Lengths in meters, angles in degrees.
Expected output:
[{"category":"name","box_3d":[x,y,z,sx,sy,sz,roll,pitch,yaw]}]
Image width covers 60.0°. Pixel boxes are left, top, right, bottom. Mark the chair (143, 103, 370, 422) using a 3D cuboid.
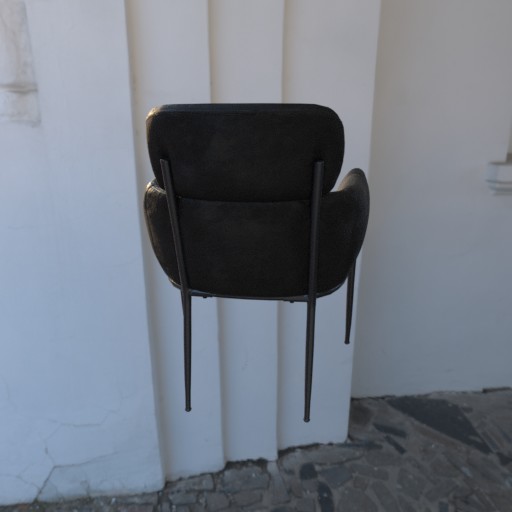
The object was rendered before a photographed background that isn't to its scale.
[{"category":"chair","box_3d":[0.000,0.000,1.282,0.640,0.818,0.604,2,17,8]}]
